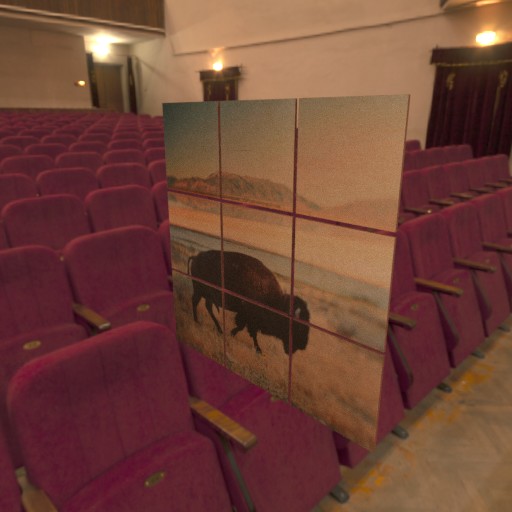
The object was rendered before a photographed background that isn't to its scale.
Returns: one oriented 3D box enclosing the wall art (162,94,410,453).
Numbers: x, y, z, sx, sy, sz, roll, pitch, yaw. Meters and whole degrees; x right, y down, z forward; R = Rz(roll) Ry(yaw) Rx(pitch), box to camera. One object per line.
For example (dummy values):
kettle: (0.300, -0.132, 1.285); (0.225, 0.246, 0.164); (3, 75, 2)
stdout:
wall art: (0.000, 0.000, 2.304); (0.019, 1.532, 1.533); (-17, 24, -42)
